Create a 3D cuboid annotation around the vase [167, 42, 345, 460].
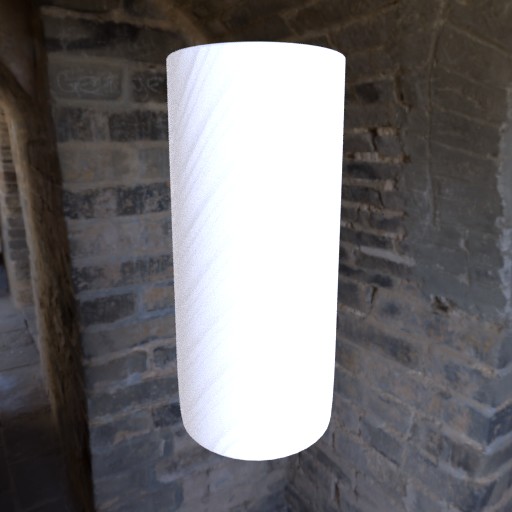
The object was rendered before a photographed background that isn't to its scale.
[{"bbox_3d":[0.000,0.000,0.386,0.143,0.316,0.143,0,14,0],"label":"vase"}]
